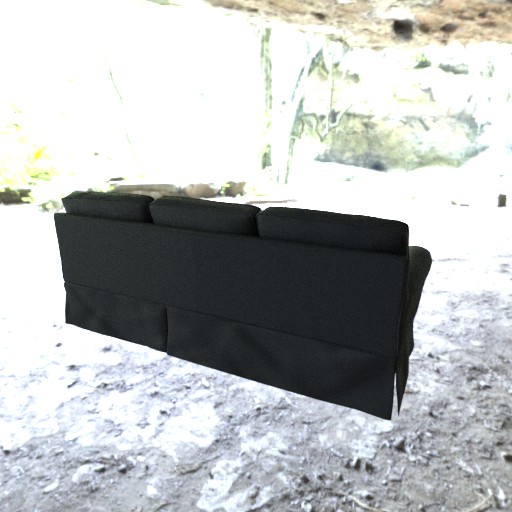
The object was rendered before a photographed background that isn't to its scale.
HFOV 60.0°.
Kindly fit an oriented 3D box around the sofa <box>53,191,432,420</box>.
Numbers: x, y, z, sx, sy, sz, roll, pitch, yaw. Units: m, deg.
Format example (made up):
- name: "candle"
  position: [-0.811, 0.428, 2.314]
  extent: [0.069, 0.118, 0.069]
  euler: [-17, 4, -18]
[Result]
- name: "sofa"
  position: [0.000, 0.000, 3.377]
  extent: [2.518, 1.039, 1.637]
  euler: [9, 18, 27]
